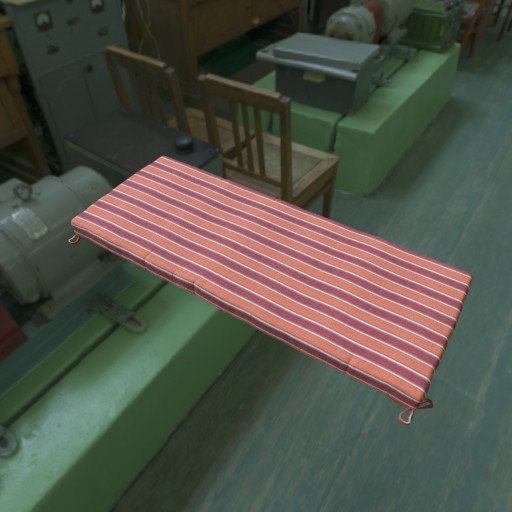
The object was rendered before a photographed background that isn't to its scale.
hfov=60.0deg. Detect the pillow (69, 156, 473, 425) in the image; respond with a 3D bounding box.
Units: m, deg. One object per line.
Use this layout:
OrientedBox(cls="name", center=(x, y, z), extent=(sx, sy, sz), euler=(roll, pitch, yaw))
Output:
OrientedBox(cls="pillow", center=(0.000, 0.000, 1.332), extent=(1.187, 0.081, 0.492), euler=(24, 50, 22))
